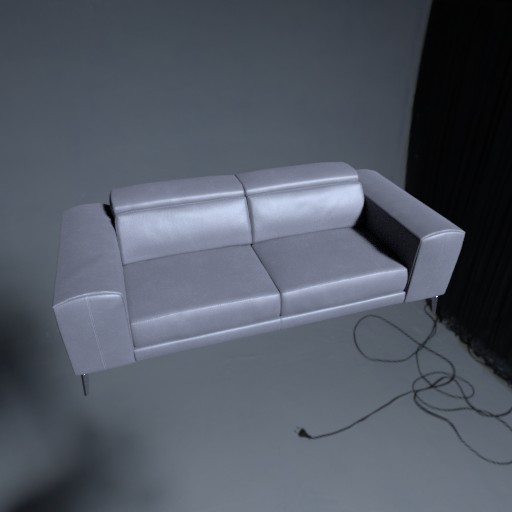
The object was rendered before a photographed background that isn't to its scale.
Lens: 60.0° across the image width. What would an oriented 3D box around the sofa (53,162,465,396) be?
[{"bbox_3d":[0.000,0.000,2.873,2.330,0.814,1.048,-10,34,-15],"label":"sofa"}]
